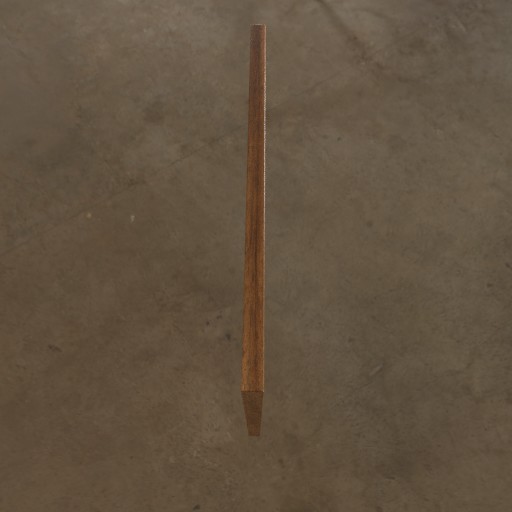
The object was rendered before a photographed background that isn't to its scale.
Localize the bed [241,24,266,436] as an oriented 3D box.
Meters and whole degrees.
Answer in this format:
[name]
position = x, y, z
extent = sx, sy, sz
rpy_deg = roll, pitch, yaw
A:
[bed]
position = 0.000, 0.000, 1.478
extent = 0.043, 0.940, 1.041
rpy_deg = 1, 63, 0
